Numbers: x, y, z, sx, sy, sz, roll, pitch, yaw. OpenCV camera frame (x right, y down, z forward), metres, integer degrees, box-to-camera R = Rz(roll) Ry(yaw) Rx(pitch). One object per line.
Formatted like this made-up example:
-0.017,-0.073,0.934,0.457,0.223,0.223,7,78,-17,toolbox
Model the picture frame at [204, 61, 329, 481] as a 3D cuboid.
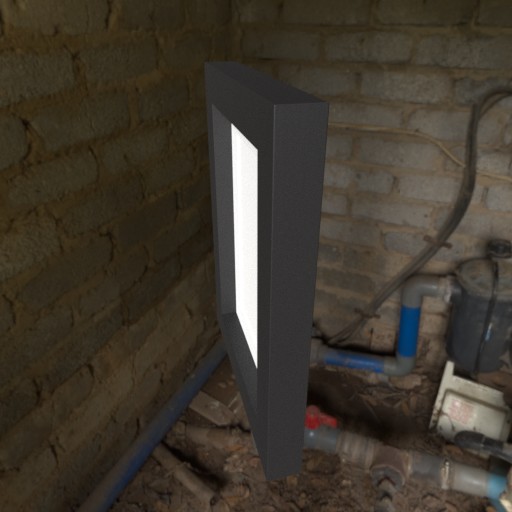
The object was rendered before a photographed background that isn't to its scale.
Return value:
0.000,0.000,0.274,0.028,0.208,0.157,-7,30,-13,picture frame
